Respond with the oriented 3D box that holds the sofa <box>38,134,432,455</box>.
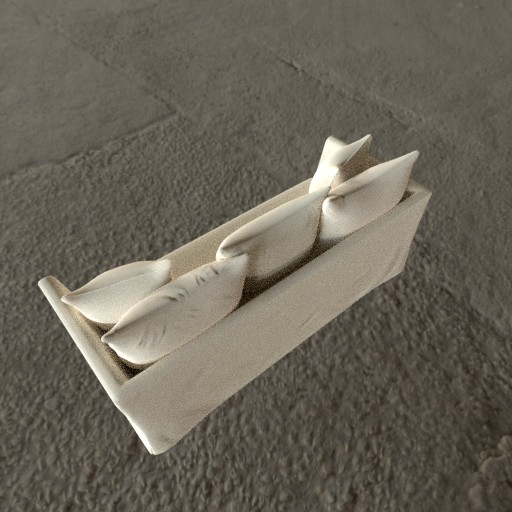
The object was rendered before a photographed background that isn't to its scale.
[{"bbox_3d":[0.000,0.000,3.012,2.484,1.042,1.030,-31,54,-26],"label":"sofa"}]
